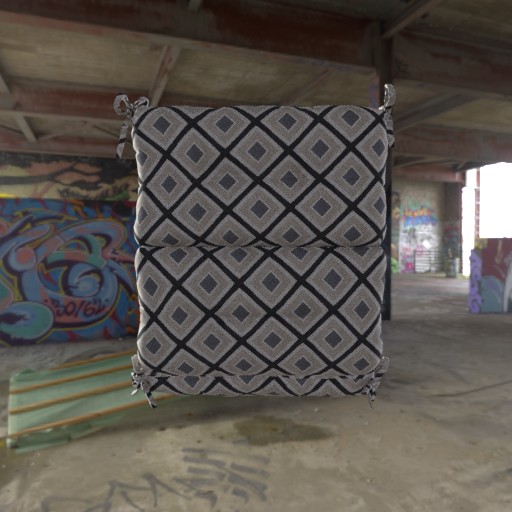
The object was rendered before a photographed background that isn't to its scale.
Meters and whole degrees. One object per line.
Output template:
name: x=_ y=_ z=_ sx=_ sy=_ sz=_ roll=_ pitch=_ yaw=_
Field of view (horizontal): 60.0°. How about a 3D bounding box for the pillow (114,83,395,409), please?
pillow: x=0.000 y=0.000 z=1.029 sx=0.519 sy=0.605 sz=0.571 roll=0 pitch=1 yaw=0
